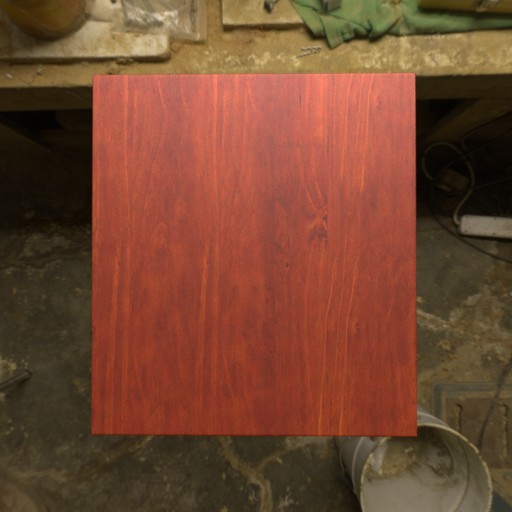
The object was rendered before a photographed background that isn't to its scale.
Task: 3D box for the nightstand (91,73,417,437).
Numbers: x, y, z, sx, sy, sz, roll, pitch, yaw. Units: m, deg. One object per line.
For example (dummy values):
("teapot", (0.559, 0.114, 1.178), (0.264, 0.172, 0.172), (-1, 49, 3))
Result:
("nightstand", (0.000, 0.000, 0.960), (0.501, 0.558, 0.558), (0, 89, 1))
